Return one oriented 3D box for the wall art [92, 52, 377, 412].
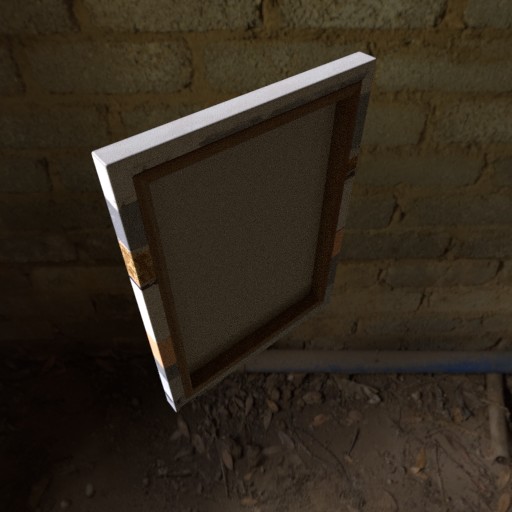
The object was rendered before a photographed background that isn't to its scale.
[{"bbox_3d":[0.000,0.000,0.812,0.456,0.609,0.038,-30,53,-26],"label":"wall art"}]
